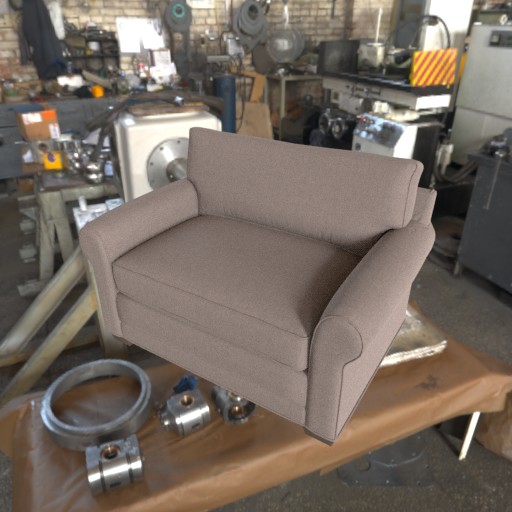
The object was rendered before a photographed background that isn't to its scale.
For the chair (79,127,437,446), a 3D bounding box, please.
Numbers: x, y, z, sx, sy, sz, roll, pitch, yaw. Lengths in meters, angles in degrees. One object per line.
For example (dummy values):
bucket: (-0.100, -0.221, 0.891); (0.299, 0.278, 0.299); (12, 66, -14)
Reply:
chair: (0.000, 0.000, 2.045); (1.390, 0.930, 0.930); (17, 33, 28)
